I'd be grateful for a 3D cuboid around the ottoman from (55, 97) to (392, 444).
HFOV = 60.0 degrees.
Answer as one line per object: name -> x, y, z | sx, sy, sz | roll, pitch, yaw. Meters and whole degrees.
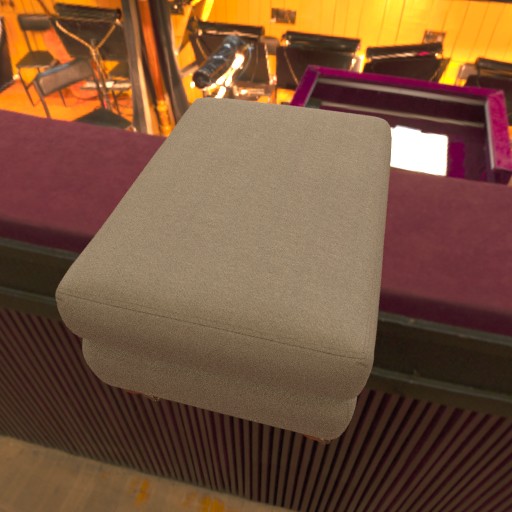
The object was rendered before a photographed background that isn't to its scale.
ottoman -> 0.000, 0.000, 1.110 | 0.569, 0.499, 0.773 | 11, 47, 10
